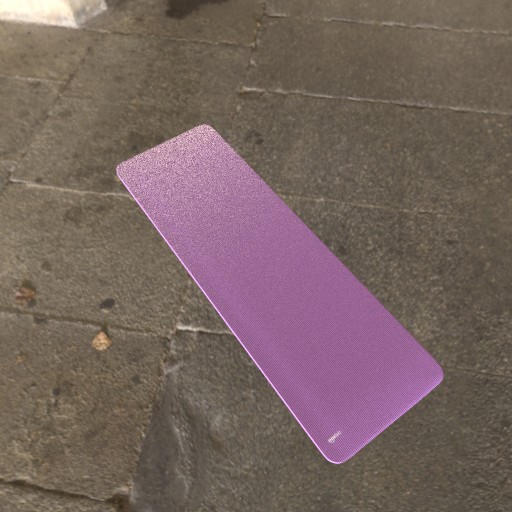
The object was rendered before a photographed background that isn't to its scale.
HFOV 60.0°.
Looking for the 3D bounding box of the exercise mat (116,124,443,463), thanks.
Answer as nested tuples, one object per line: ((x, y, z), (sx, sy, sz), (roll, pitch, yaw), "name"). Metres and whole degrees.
((0.000, 0.000, 2.134), (0.616, 0.021, 1.869), (-31, 63, -18), "exercise mat")
